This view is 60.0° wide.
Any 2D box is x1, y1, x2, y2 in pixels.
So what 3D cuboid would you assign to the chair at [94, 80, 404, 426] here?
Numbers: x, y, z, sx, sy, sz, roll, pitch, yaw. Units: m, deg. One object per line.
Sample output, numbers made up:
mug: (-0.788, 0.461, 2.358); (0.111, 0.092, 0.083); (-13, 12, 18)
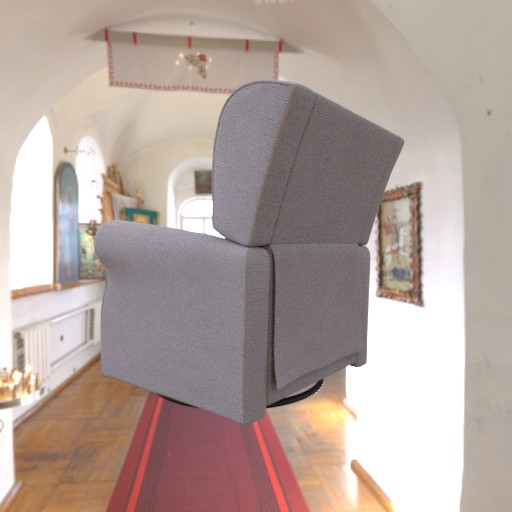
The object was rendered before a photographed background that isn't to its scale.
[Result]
chair: (0.000, 0.000, 1.662); (0.854, 0.966, 0.906); (1, 2, 38)
